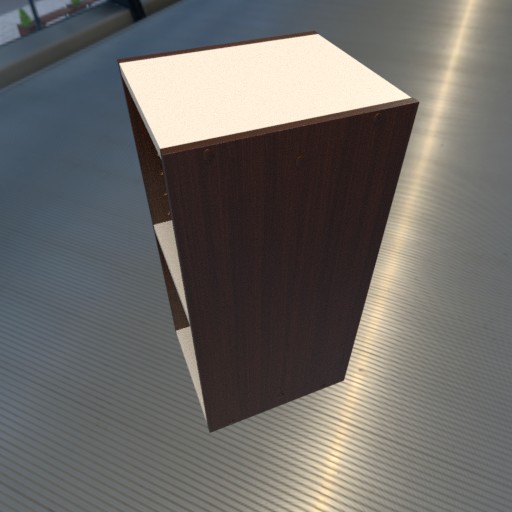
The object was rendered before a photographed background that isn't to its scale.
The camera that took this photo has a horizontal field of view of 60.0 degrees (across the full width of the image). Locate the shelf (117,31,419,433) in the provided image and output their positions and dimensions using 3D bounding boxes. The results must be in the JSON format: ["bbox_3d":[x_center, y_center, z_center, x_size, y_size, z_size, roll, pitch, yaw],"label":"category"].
[{"bbox_3d":[0.000,0.000,0.745,0.290,0.600,0.253,-16,47,-16],"label":"shelf"}]
